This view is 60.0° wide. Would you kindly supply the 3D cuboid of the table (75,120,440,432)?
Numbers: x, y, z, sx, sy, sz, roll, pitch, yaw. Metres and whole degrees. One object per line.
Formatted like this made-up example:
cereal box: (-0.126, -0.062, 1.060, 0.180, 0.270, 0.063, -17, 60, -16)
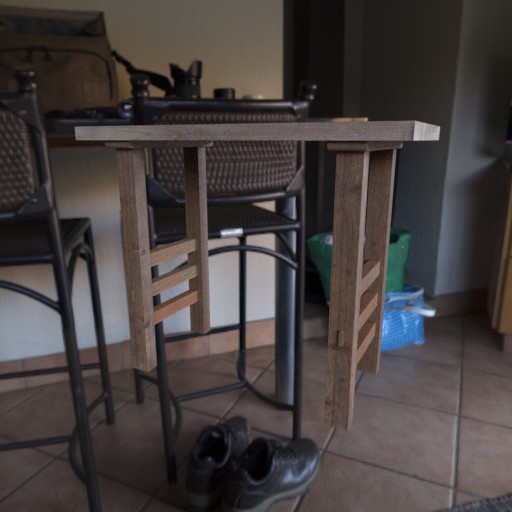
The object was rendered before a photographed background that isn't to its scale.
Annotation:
table: (0.000, 0.000, 1.630, 1.119, 0.914, 0.556, 8, 17, 26)
